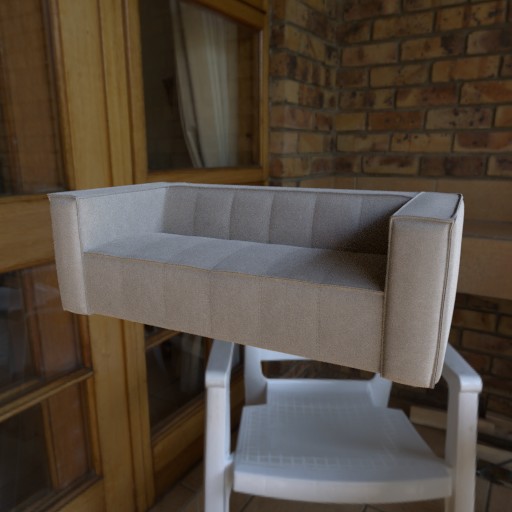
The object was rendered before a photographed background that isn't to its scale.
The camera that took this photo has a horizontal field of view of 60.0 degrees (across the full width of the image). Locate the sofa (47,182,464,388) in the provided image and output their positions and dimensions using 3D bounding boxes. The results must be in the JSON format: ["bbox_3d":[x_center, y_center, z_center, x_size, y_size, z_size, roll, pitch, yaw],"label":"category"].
[{"bbox_3d":[0.000,0.000,2.397,1.995,0.680,1.038,6,15,25],"label":"sofa"}]
